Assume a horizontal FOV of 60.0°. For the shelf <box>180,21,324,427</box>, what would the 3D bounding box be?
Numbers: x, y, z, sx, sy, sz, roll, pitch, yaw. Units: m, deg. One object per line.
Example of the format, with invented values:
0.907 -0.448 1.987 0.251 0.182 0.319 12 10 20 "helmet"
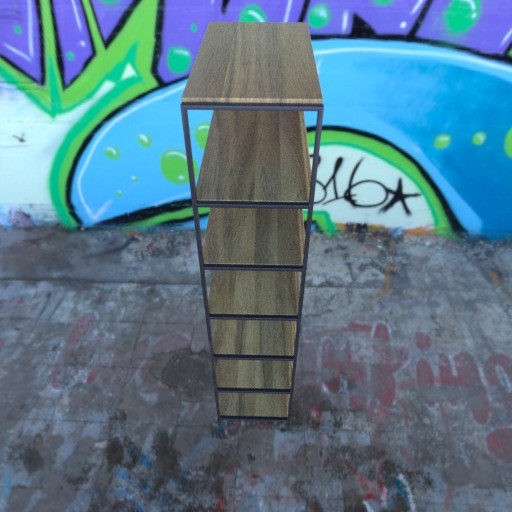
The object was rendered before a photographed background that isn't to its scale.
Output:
0.000 0.000 2.305 0.431 2.015 0.847 1 43 1 "shelf"
